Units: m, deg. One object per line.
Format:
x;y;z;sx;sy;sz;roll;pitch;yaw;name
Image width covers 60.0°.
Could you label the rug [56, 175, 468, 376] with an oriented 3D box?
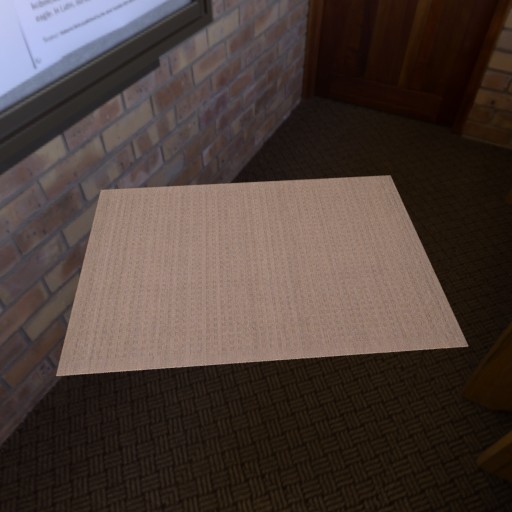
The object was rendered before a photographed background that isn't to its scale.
0.000;0.000;3.765;2.895;0.006;1.981;-3;48;-3;rug
